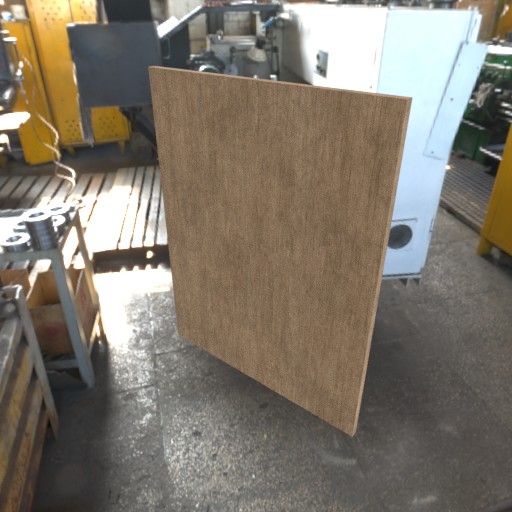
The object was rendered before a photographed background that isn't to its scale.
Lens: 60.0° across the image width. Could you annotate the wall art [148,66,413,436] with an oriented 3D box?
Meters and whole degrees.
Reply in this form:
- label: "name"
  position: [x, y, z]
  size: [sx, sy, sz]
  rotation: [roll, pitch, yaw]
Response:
- label: "wall art"
  position: [0.000, 0.000, 0.916]
  size: [0.534, 0.686, 0.018]
  rotation: [22, 36, 32]
